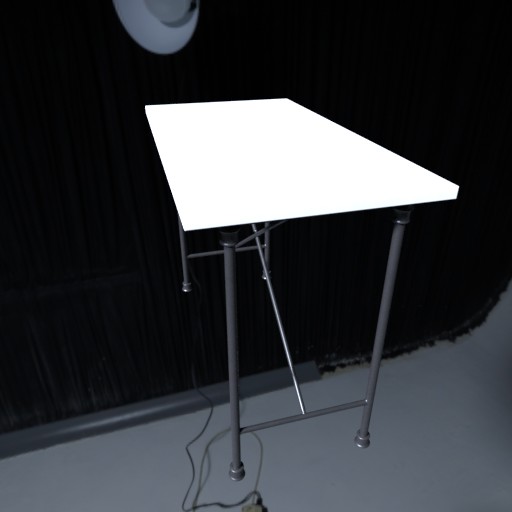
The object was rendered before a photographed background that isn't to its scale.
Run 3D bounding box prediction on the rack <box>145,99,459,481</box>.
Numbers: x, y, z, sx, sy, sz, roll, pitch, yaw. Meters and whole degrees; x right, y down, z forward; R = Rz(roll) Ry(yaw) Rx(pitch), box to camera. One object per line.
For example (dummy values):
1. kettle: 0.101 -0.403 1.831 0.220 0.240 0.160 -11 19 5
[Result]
1. rack: 0.000 0.000 1.612 0.613 0.880 1.159 -8 30 -14
